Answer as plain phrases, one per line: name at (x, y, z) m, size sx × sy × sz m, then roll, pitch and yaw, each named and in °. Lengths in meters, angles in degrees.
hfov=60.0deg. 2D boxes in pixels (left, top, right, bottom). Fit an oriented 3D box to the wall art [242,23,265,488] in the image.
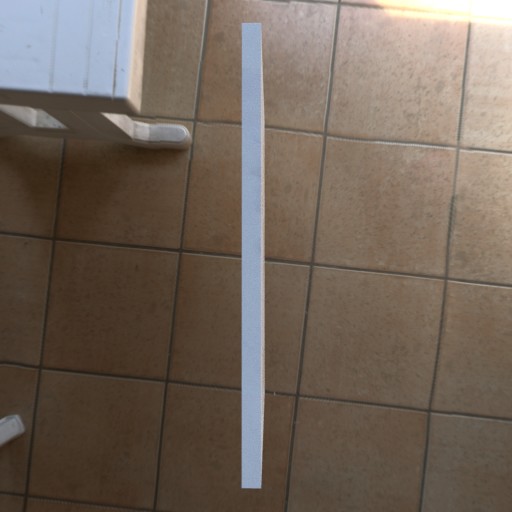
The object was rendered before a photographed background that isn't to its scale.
wall art at (0.000, 0.000, 1.177) m, size 0.038 × 0.610 × 0.915 m, roll 0°, pitch 90°, yaw 2°
